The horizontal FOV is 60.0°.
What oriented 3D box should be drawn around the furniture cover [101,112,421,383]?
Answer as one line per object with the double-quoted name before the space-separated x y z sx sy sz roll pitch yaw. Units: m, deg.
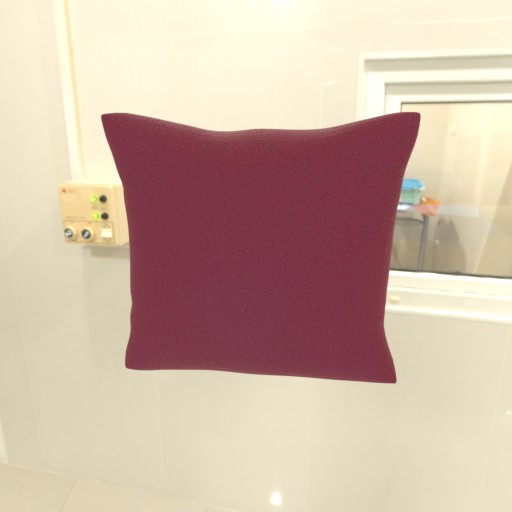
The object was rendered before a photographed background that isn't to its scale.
"furniture cover" 0.000 0.000 0.824 0.552 0.509 0.193 2 16 6
